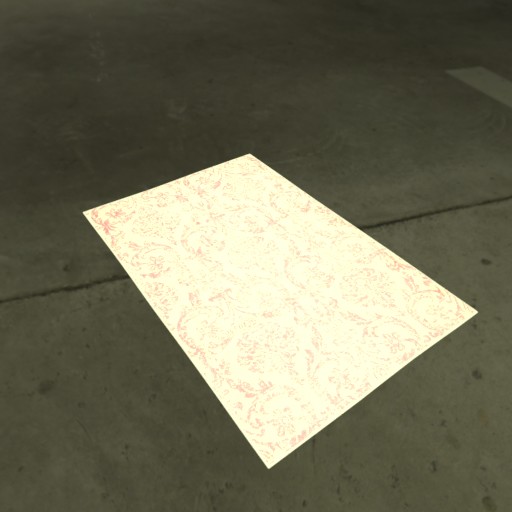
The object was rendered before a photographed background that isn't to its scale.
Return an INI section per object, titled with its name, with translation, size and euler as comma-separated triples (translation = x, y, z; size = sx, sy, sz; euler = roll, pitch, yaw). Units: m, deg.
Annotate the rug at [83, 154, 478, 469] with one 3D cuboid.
[rug]
translation = 0.000, 0.000, 3.503
size = 1.819, 0.018, 2.746
euler = -26, 48, -26
